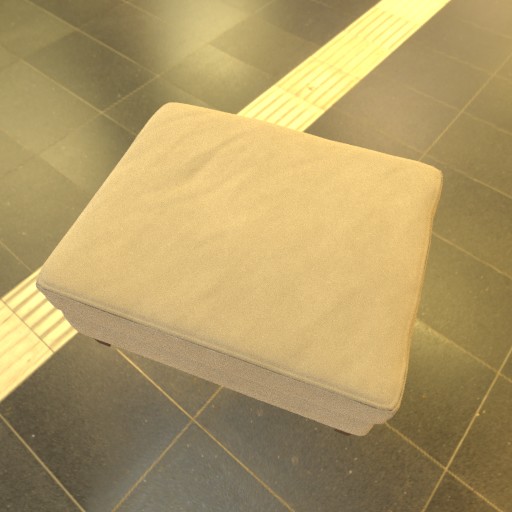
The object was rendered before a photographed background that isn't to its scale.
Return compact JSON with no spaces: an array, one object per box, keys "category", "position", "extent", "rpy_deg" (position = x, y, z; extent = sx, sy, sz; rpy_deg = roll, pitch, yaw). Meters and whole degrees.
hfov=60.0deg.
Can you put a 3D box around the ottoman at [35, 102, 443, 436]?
[{"category":"ottoman","position":[0.000,0.000,1.462],"extent":[1.002,0.492,0.836],"rpy_deg":[17,59,11]}]
